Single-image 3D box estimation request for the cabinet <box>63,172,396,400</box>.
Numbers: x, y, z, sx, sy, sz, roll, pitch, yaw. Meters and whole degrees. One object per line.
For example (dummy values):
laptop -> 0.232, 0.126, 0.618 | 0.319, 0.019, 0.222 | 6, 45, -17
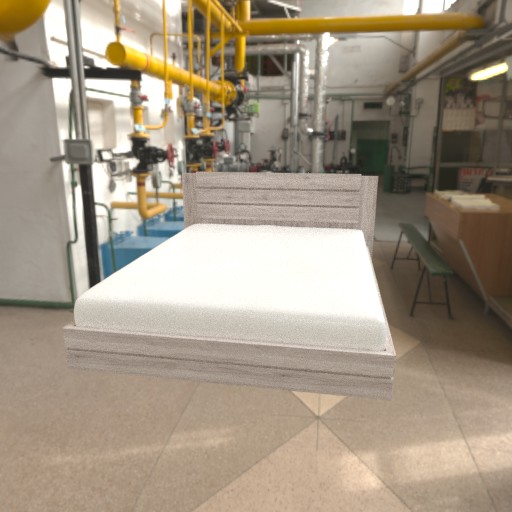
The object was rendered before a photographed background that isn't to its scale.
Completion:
cabinet -> 0.000, 0.000, 3.090 | 1.750, 0.970, 2.080 | 3, 16, 10
